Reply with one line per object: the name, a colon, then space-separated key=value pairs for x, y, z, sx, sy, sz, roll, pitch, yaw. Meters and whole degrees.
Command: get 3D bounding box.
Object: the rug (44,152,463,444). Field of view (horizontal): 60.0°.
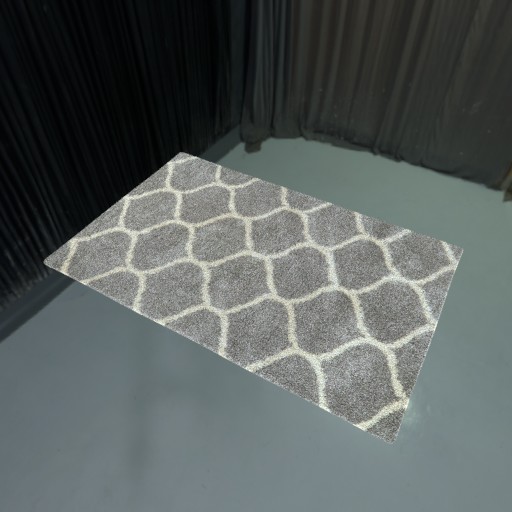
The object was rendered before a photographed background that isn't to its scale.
rug: x=0.000 y=0.000 z=2.927 sx=2.348 sy=0.025 sz=1.501 roll=22 pitch=50 yaw=20
